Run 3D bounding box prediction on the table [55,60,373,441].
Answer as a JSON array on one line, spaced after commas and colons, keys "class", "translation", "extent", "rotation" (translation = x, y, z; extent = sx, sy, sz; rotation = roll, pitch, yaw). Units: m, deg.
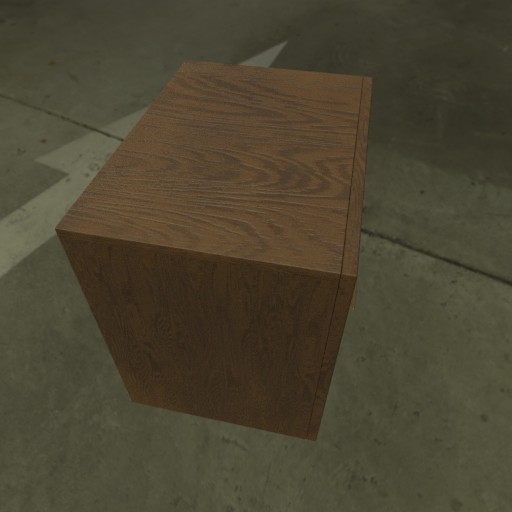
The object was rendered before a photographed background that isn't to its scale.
[{"class": "table", "translation": [0.000, 0.000, 0.968], "extent": [0.439, 0.585, 0.560], "rotation": [9, 47, 8]}]
